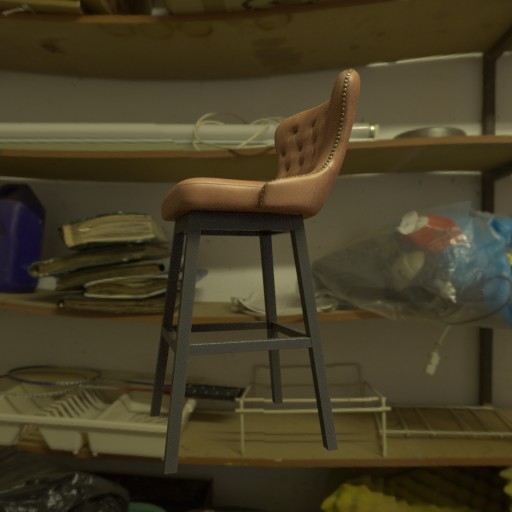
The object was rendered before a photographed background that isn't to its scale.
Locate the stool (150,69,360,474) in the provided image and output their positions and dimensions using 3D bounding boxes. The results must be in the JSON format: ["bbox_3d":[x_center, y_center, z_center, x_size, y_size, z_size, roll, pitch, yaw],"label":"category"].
[{"bbox_3d":[0.000,0.000,1.365,0.601,1.050,0.528,0,-1,-18],"label":"stool"}]
